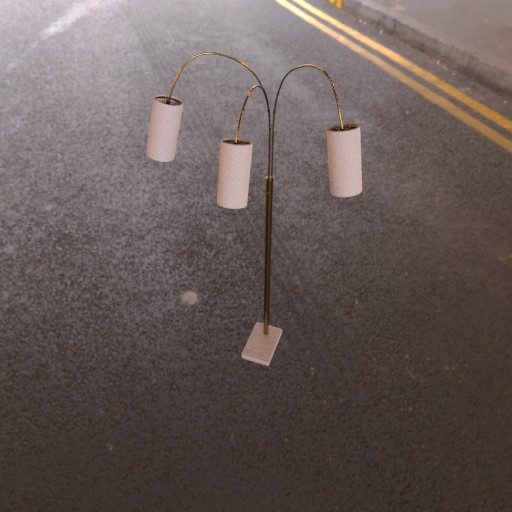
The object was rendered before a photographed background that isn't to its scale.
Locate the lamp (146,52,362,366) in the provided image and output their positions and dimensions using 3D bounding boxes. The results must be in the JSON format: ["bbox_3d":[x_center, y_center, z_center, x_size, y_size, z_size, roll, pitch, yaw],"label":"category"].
[{"bbox_3d":[0.000,0.000,2.458,1.020,2.055,0.667,14,43,15],"label":"lamp"}]
